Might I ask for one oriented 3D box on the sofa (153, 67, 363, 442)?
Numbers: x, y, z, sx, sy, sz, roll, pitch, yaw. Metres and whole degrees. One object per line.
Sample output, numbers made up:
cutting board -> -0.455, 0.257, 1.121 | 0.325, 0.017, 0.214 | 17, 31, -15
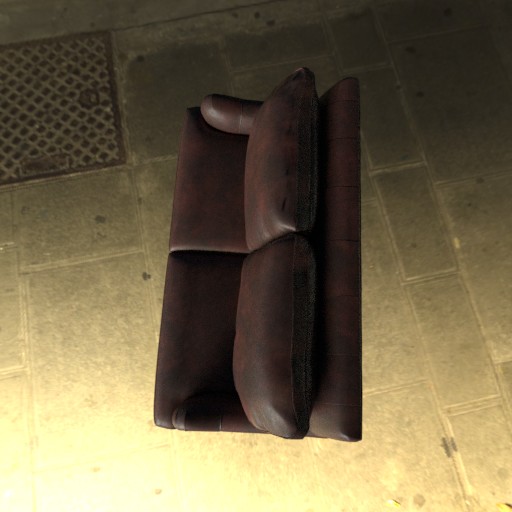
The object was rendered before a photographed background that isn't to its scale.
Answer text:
sofa -> 0.000, 0.000, 2.830 | 1.147, 1.071, 2.144 | 3, 76, 1
